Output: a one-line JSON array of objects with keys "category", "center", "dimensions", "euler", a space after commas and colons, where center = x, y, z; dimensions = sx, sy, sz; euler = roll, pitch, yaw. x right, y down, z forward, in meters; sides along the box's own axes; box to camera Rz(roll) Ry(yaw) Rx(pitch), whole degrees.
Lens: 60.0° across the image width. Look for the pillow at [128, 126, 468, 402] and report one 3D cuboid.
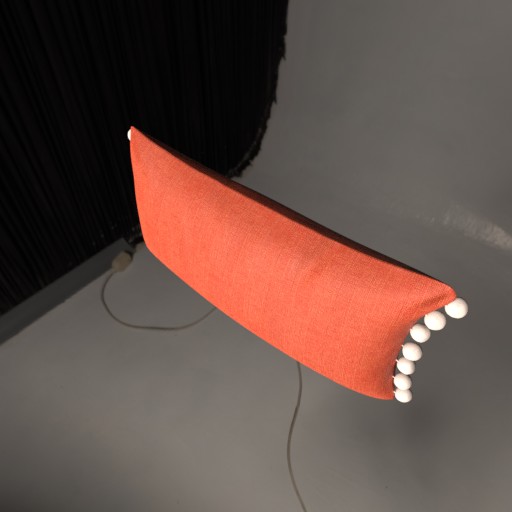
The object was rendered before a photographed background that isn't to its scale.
[{"category": "pillow", "center": [0.000, 0.000, 0.824], "dimensions": [0.709, 0.322, 0.201], "euler": [32, 54, 26]}]
